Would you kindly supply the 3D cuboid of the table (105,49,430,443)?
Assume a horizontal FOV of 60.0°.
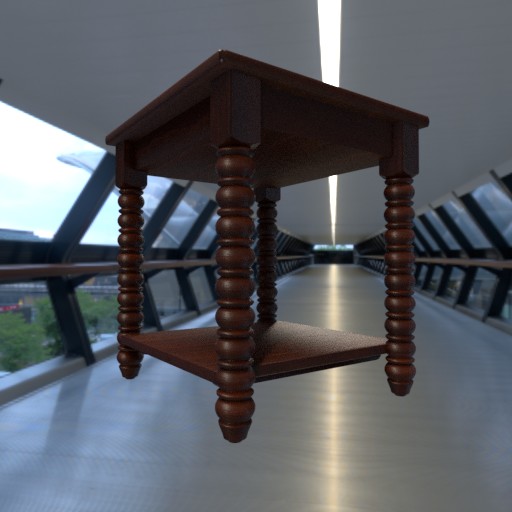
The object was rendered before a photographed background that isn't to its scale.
[{"bbox_3d":[0.000,0.000,0.971,0.500,0.567,0.533,1,-1,-36],"label":"table"}]
